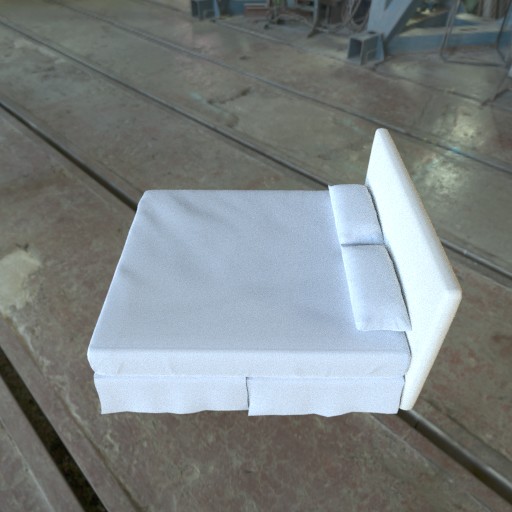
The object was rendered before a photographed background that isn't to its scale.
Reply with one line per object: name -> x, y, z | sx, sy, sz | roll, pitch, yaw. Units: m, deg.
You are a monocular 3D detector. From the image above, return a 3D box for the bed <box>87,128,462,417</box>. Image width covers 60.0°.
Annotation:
bed -> 0.000, 0.000, 3.619 | 2.341, 1.317, 2.119 | 0, 42, 1
